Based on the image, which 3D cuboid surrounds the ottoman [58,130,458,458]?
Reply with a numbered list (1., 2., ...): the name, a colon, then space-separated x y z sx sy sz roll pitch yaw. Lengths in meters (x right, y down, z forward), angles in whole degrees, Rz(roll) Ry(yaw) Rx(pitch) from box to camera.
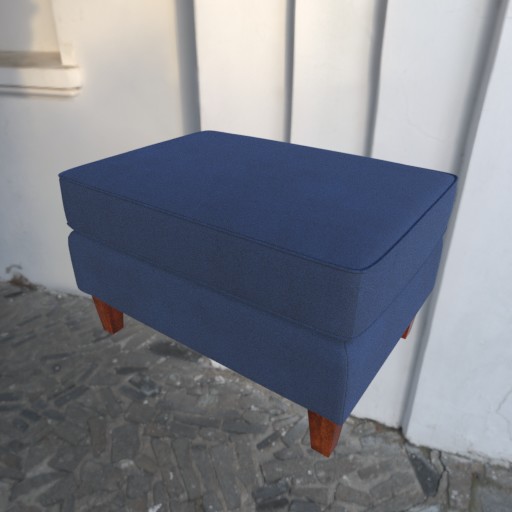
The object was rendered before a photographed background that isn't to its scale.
1. ottoman: 0.000 0.000 1.371 0.965 0.584 0.686 19 34 31
